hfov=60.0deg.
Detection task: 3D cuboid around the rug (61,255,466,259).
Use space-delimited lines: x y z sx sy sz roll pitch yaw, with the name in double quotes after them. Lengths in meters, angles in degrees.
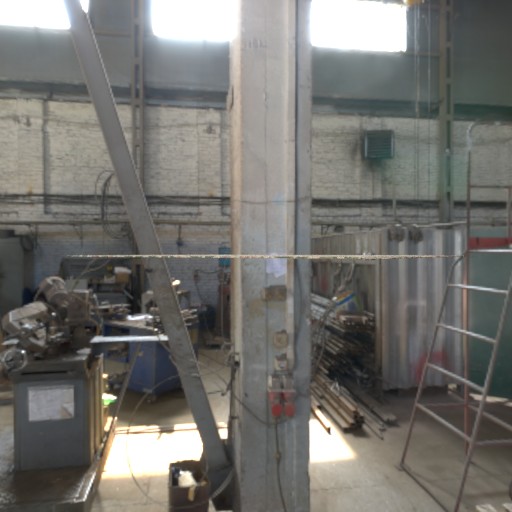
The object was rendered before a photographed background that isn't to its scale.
0.000 0.000 3.078 2.438 0.011 1.524 0 0 36 "rug"
